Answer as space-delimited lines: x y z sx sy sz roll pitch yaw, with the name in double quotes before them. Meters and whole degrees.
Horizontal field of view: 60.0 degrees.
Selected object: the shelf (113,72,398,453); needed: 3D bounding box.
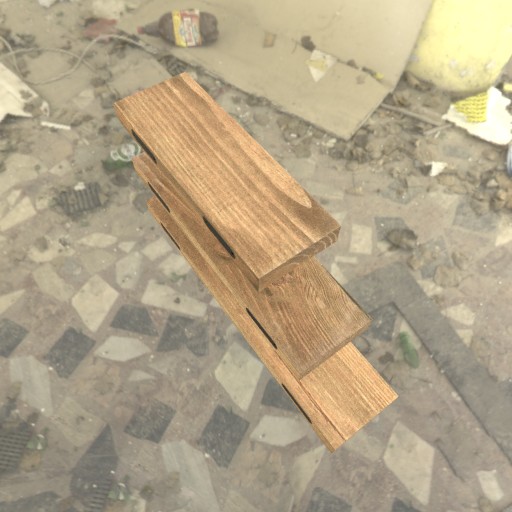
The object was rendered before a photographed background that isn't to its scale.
"shelf" 0.000 0.000 0.747 0.140 0.293 0.610 -32 64 -18
